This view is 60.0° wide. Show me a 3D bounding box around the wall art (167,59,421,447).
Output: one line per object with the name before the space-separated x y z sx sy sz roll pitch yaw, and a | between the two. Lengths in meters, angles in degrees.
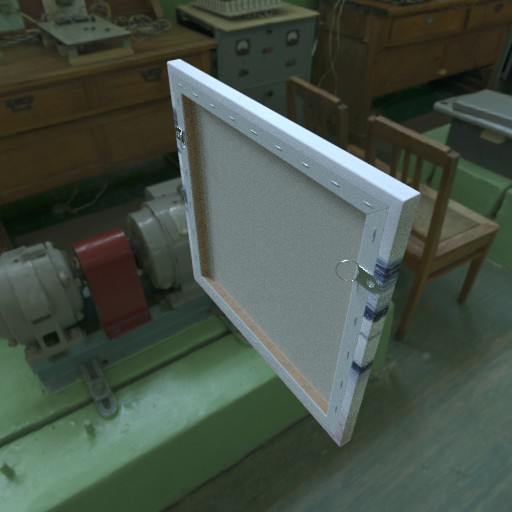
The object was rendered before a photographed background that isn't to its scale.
wall art | 0.000 0.000 1.112 0.065 0.747 0.755 -25 47 -26
